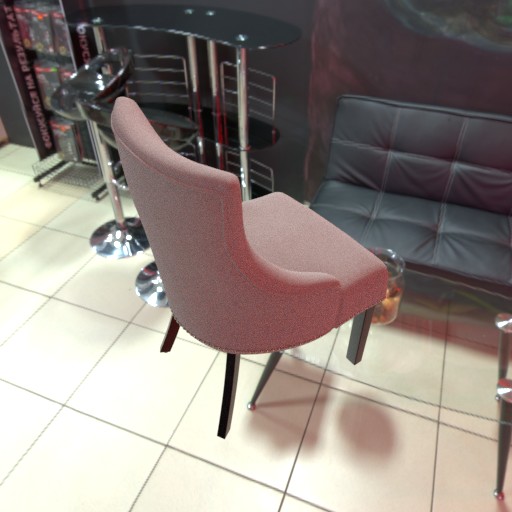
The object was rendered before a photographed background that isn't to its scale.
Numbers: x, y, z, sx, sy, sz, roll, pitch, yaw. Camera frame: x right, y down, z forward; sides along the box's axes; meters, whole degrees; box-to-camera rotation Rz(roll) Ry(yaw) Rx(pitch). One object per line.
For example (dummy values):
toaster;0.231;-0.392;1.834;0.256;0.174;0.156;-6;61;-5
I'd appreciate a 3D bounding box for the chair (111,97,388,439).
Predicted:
chair;0.000;0.000;1.321;0.629;0.909;0.566;-25;46;-27
